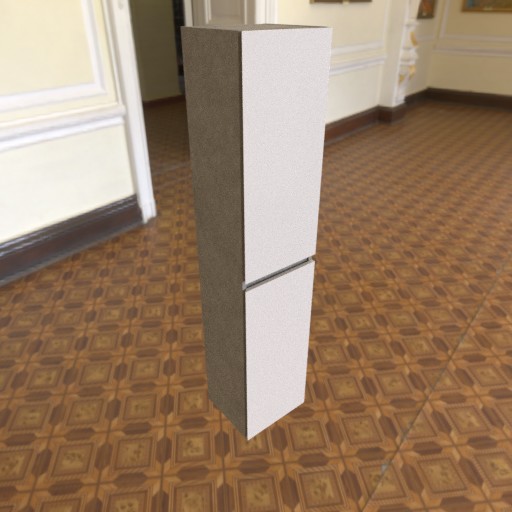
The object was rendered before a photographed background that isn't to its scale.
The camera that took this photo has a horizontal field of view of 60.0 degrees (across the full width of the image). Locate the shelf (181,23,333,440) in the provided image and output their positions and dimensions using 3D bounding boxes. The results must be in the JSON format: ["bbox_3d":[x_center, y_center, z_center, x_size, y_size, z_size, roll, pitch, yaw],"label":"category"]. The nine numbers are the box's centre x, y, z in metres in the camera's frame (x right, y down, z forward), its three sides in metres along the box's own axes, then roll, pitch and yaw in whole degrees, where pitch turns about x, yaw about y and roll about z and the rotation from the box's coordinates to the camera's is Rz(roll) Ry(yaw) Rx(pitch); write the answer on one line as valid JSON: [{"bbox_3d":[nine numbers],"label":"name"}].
[{"bbox_3d":[0.000,0.000,1.522,0.300,1.400,0.270,-22,36,-33],"label":"shelf"}]
